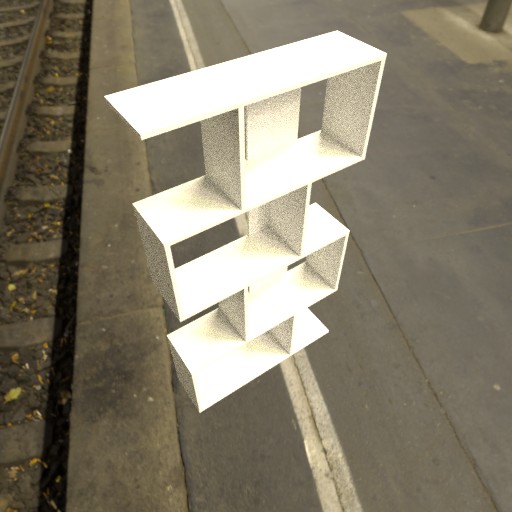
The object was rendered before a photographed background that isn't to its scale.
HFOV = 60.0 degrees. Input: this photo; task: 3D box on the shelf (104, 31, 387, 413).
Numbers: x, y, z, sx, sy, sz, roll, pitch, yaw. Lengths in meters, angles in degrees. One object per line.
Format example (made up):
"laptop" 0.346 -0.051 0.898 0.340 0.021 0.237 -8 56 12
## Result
"shelf" 0.000 0.000 1.976 0.890 1.650 0.250 -26 52 -23
